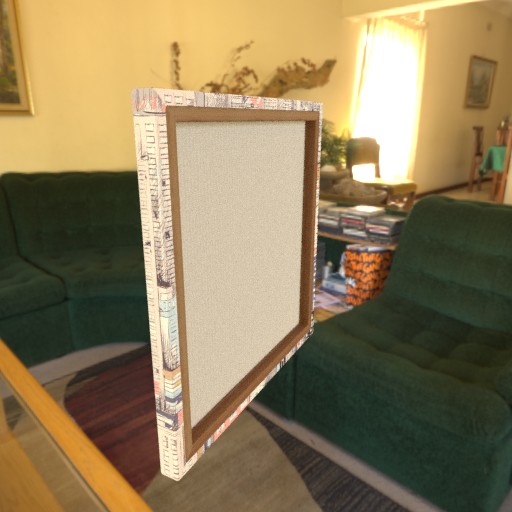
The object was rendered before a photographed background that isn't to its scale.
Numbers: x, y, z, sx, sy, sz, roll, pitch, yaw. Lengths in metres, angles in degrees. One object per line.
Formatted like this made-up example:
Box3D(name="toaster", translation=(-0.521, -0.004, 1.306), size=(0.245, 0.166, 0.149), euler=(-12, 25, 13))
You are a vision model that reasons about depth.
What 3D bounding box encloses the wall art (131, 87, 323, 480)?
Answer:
Box3D(name="wall art", translation=(0.000, 0.000, 0.901), size=(0.038, 0.608, 0.607), euler=(9, 19, 27))
